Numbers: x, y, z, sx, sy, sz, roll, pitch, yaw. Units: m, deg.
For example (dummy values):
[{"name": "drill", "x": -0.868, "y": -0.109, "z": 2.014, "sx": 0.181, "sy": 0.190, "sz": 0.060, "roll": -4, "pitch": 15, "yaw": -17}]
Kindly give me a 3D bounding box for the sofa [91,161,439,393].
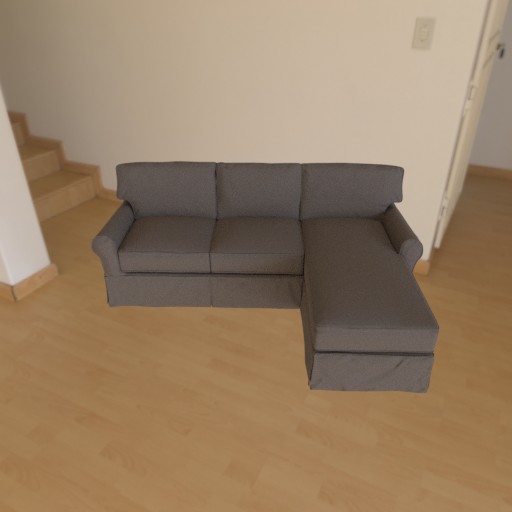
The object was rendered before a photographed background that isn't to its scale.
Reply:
[{"name": "sofa", "x": 0.000, "y": 0.000, "z": 3.321, "sx": 2.475, "sy": 0.978, "sz": 1.733, "roll": 1, "pitch": 31, "yaw": 1}]
